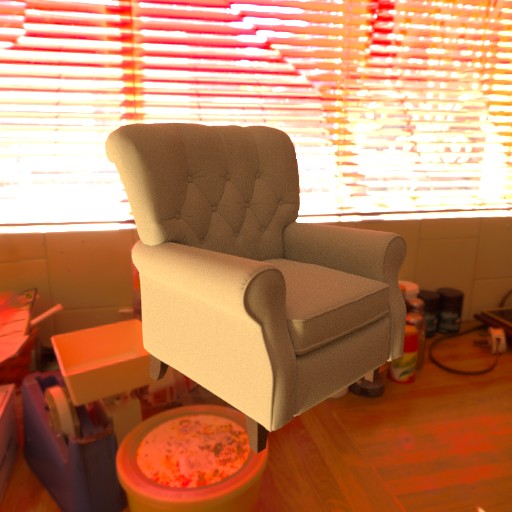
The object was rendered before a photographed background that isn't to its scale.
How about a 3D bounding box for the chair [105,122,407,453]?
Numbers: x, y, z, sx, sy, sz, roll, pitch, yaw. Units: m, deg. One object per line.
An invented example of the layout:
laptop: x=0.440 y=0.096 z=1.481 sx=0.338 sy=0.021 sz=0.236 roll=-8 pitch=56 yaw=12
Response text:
chair: x=0.000 y=0.000 z=2.068 sx=1.090 sy=1.217 sz=1.128 roll=-12 pitch=18 yaw=-41
